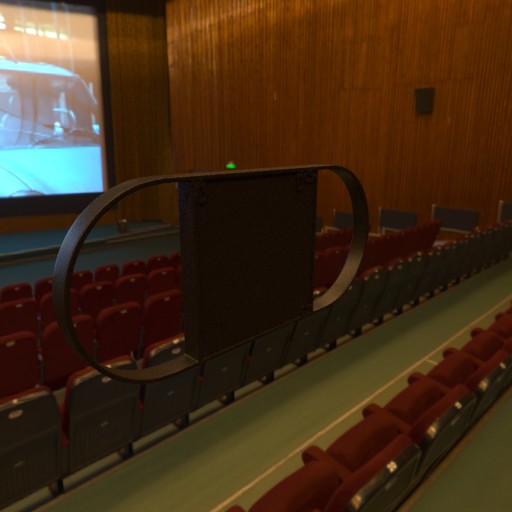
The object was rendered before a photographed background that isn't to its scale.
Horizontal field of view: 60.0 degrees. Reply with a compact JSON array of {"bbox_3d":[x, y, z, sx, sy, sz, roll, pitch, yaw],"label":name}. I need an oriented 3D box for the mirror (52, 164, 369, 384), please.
[{"bbox_3d":[0.000,0.000,0.662,0.032,0.254,0.584,15,21,43],"label":"mirror"}]
